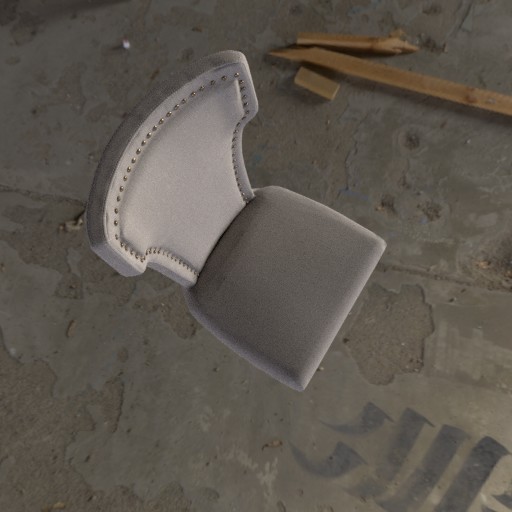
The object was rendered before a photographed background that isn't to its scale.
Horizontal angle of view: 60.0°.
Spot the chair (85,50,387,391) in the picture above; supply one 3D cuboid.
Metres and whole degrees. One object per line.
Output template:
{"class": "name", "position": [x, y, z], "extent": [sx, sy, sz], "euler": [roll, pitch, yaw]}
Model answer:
{"class": "chair", "position": [0.000, 0.000, 1.286], "extent": [0.630, 0.950, 0.526], "euler": [31, 77, 8]}
